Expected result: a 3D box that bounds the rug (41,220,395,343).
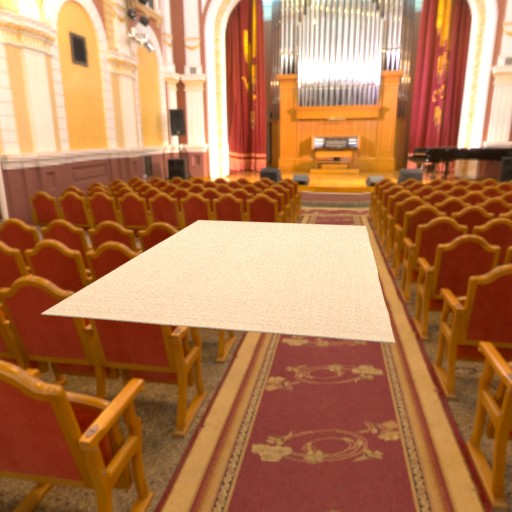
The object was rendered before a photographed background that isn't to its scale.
[{"bbox_3d":[0.000,0.000,2.916,1.523,0.006,2.289,3,16,10],"label":"rug"}]
